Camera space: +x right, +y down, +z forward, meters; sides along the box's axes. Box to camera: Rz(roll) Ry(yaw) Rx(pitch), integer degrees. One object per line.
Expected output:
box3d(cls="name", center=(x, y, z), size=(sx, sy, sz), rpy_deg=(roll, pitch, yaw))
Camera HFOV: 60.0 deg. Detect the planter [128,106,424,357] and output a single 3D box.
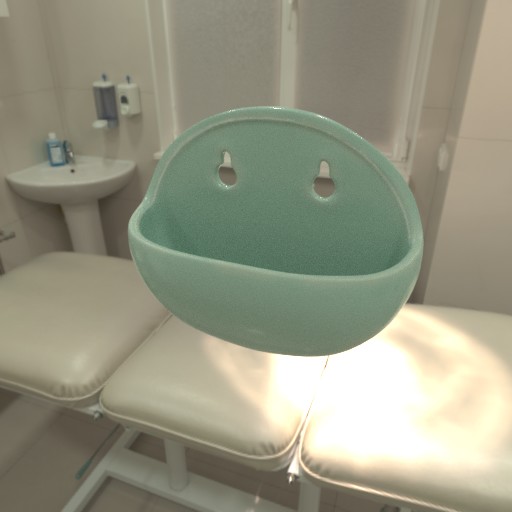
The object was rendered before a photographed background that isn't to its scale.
box3d(cls="planter", center=(0.000, 0.000, 0.269), size=(0.189, 0.164, 0.073), rpy_deg=(10, 30, 18))
